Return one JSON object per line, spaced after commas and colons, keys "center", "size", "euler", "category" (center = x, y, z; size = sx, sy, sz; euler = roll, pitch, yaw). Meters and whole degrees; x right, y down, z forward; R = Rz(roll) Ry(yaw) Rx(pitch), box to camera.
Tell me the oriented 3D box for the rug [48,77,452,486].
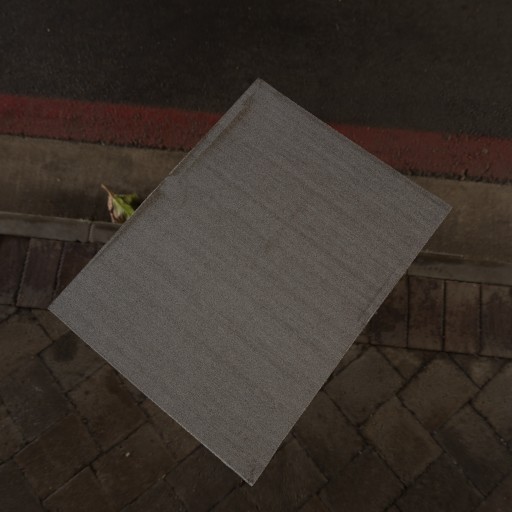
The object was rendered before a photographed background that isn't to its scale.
{"center": [0.000, 0.000, 5.007], "size": [2.873, 0.053, 3.778], "euler": [37, 78, 9], "category": "rug"}
